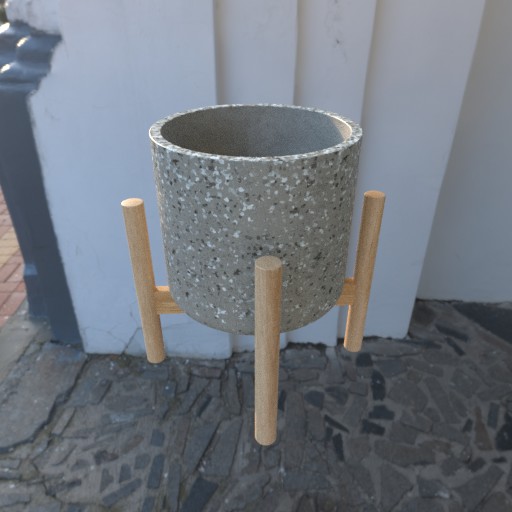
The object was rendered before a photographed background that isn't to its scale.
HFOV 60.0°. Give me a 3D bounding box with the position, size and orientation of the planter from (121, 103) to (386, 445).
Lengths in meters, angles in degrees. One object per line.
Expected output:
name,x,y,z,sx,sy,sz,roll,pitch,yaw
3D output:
planter,0.000,0.000,0.552,0.284,0.320,0.284,9,32,15
